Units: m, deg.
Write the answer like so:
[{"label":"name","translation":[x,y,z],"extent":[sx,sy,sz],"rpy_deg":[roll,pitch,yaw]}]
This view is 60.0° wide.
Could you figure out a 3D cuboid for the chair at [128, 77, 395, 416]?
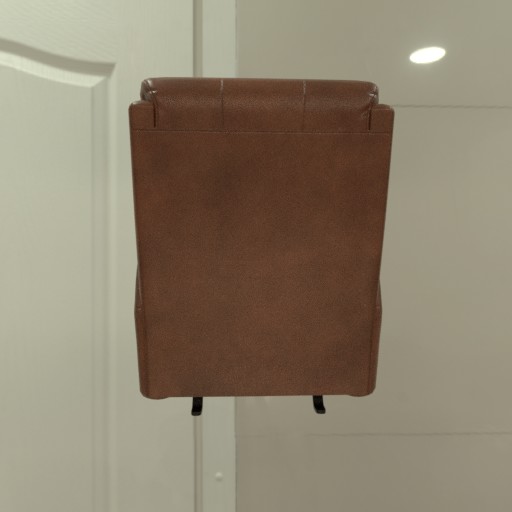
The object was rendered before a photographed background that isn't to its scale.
[{"label":"chair","translation":[0.000,0.000,1.644],"extent":[0.787,1.016,0.939],"rpy_deg":[0,0,-2]}]
